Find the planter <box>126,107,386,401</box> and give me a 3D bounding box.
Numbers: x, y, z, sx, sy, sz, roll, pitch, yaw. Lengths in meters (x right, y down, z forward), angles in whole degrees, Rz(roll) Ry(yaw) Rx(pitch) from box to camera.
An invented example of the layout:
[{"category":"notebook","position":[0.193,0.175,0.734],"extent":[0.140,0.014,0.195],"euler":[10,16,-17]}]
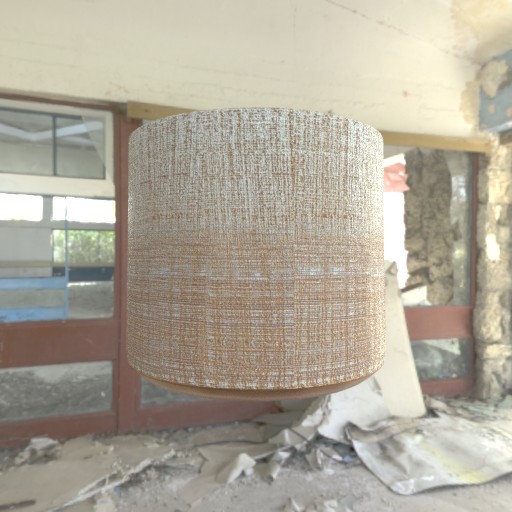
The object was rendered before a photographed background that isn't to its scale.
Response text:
[{"category":"planter","position":[0.000,0.000,0.193],"extent":[0.109,0.096,0.109],"euler":[0,0,0]}]
